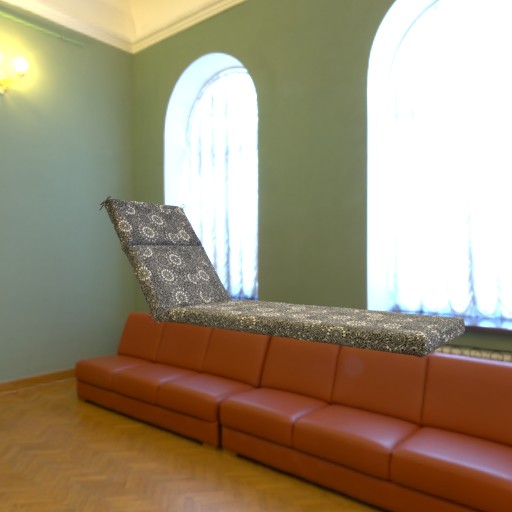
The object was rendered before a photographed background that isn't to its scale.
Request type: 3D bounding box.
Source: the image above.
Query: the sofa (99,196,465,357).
[{"bbox_3d":[0.000,0.000,2.019,1.663,0.622,0.582,0,0,38],"label":"sofa"}]
